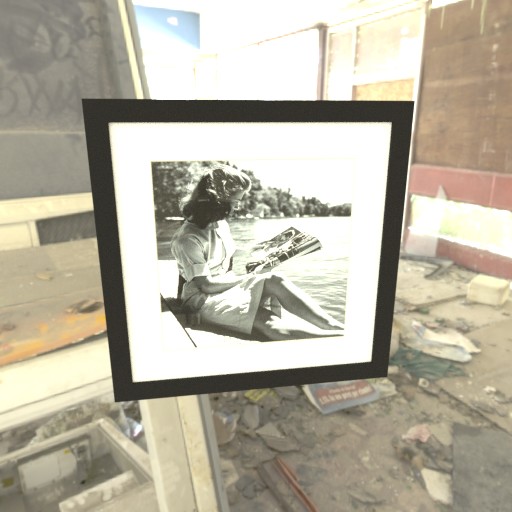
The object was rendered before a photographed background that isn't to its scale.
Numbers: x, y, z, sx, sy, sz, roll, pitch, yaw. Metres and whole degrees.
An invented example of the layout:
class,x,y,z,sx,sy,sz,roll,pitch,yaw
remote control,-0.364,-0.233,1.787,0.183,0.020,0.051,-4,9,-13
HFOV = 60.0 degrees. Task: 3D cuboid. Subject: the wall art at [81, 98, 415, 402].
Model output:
class,x,y,z,sx,sy,sz,roll,pitch,yaw
wall art,0.000,0.000,0.690,0.462,0.458,0.030,-3,17,-9
